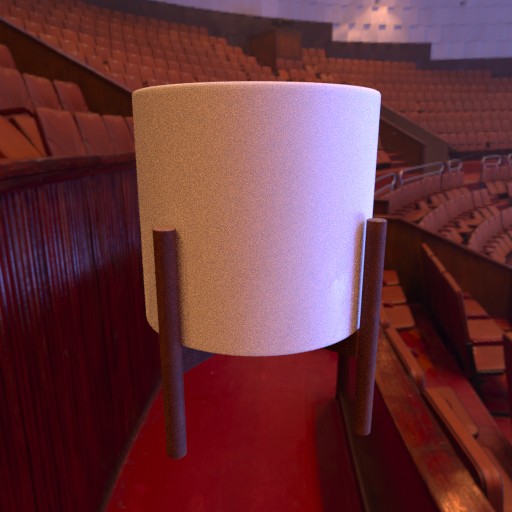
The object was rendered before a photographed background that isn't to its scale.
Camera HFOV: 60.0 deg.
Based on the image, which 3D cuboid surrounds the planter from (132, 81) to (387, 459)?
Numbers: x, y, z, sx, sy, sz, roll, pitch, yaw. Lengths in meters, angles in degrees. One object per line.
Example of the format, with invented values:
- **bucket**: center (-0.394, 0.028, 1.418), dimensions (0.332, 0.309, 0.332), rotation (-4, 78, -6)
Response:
- **planter**: center (0.000, 0.000, 0.848), dimensions (0.420, 0.581, 0.421), rotation (-2, 16, -7)
